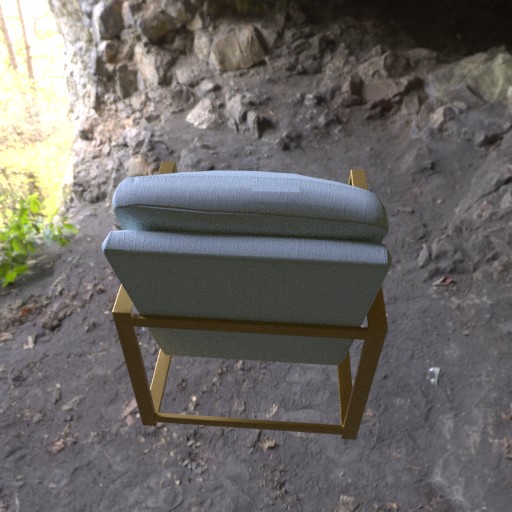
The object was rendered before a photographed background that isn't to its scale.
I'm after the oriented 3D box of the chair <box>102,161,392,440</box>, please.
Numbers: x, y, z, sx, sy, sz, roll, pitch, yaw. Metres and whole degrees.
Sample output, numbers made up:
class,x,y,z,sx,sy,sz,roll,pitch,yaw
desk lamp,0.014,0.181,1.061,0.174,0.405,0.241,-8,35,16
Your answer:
class,x,y,z,sx,sy,sz,roll,pitch,yaw
chair,0.000,0.000,1.488,0.758,0.956,0.813,3,47,3
